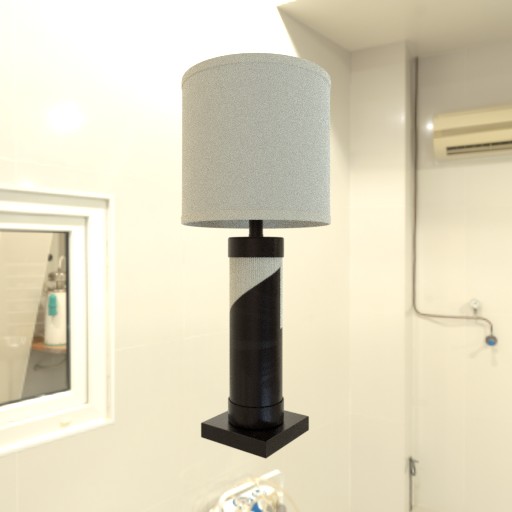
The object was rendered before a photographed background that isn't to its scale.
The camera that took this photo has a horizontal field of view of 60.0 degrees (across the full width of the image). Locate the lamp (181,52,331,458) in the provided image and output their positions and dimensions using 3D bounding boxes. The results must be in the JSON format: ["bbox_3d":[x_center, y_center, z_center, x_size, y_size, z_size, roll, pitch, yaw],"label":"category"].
[{"bbox_3d":[0.000,0.000,0.633,0.211,0.509,0.211,0,1,36],"label":"lamp"}]
